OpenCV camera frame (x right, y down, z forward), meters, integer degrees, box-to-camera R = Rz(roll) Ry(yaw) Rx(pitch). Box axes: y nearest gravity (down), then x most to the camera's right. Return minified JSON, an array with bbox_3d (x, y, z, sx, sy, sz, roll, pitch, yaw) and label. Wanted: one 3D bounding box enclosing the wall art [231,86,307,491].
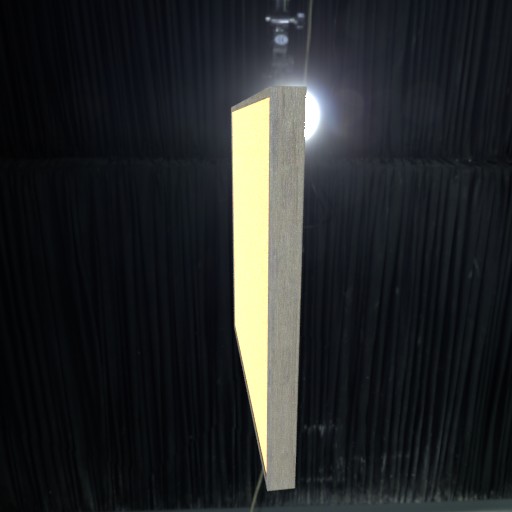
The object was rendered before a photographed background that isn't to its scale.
[{"bbox_3d":[0.000,0.000,0.765,0.037,0.507,0.507,-2,16,-7],"label":"wall art"}]
